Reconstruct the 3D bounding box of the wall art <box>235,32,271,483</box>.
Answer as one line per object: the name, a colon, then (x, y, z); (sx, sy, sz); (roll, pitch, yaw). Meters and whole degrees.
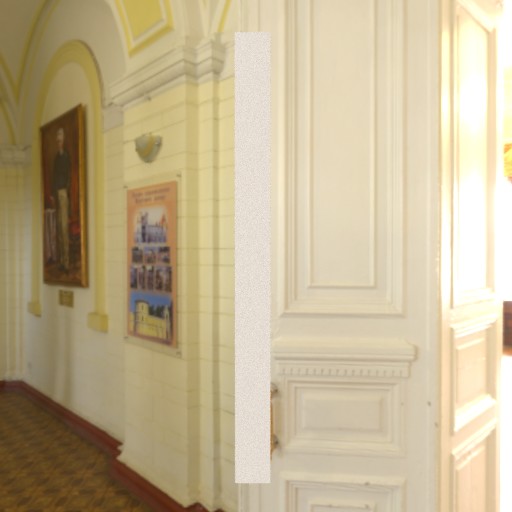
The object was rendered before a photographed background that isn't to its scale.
wall art: (0.000, 0.000, 0.754); (0.040, 0.509, 0.509); (0, 1, 1)
